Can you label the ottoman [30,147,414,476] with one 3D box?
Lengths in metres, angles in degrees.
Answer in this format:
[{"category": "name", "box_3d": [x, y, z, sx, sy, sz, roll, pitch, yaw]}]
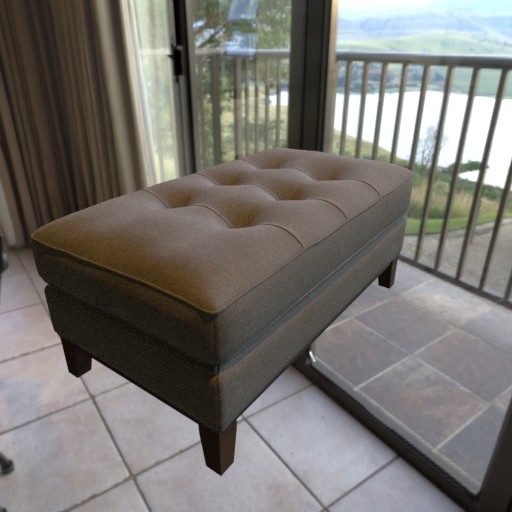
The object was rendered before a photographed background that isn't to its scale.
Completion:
[{"category": "ottoman", "box_3d": [0.000, 0.000, 1.456, 0.648, 0.514, 1.143, 18, 32, 32]}]
